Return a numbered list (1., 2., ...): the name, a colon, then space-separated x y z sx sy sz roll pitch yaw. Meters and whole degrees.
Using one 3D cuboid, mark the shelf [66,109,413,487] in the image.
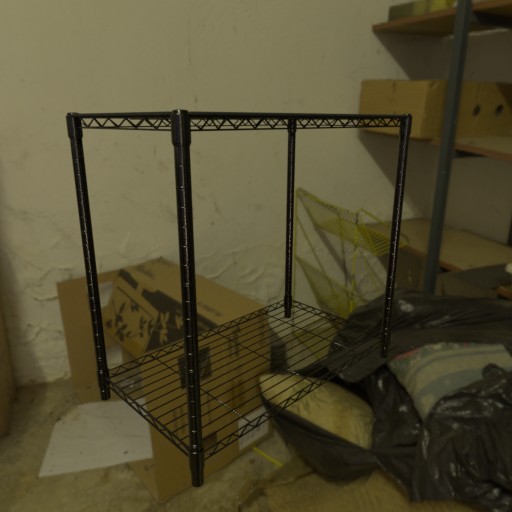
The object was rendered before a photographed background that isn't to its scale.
1. shelf: 0.000 0.000 0.918 0.589 0.564 0.338 -16 23 -42
